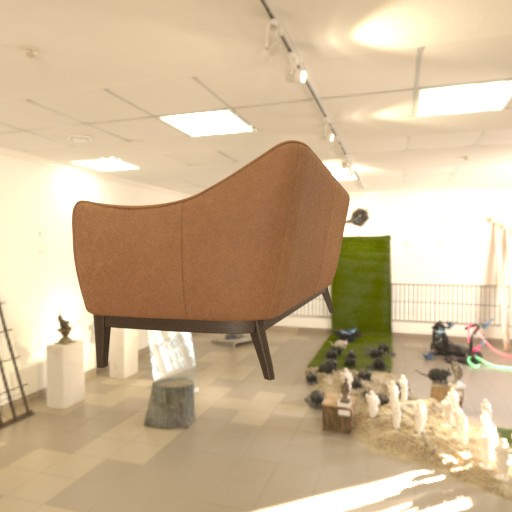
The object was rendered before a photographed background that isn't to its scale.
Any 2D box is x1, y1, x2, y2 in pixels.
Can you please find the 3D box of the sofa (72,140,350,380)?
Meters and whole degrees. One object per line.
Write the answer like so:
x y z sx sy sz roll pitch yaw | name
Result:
0.000 0.000 2.413 0.869 0.830 1.928 0 1 17 | sofa
